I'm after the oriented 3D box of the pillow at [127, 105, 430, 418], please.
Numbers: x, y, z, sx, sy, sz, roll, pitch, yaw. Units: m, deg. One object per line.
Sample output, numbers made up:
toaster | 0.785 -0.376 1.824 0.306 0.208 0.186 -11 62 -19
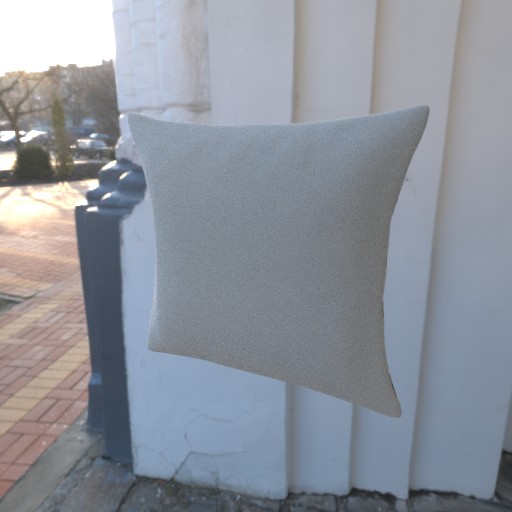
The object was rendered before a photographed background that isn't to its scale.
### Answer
pillow | 0.000 0.000 0.808 0.552 0.508 0.166 8 17 26
